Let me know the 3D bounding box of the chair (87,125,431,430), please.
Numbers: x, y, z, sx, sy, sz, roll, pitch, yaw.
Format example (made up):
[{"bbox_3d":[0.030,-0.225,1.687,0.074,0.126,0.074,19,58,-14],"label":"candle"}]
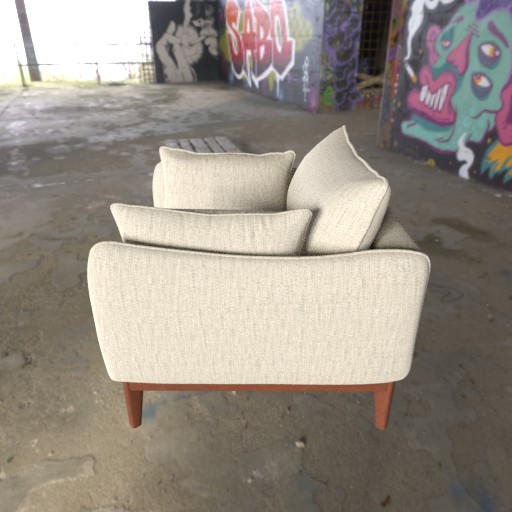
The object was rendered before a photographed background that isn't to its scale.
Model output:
[{"bbox_3d":[0.000,0.000,1.718,0.991,0.855,0.994,0,27,0],"label":"chair"}]
